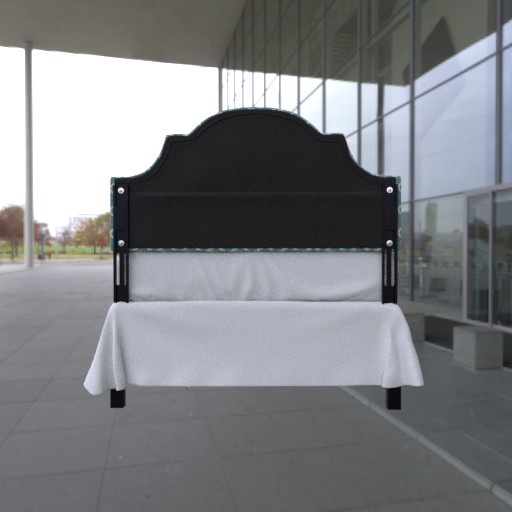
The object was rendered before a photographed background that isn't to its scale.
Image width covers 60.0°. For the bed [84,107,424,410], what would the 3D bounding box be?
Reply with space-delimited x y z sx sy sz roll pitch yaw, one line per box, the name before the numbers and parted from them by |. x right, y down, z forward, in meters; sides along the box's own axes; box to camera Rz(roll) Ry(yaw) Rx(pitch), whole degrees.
bed | 0.000 0.000 3.362 1.780 1.633 2.222 0 1 1
